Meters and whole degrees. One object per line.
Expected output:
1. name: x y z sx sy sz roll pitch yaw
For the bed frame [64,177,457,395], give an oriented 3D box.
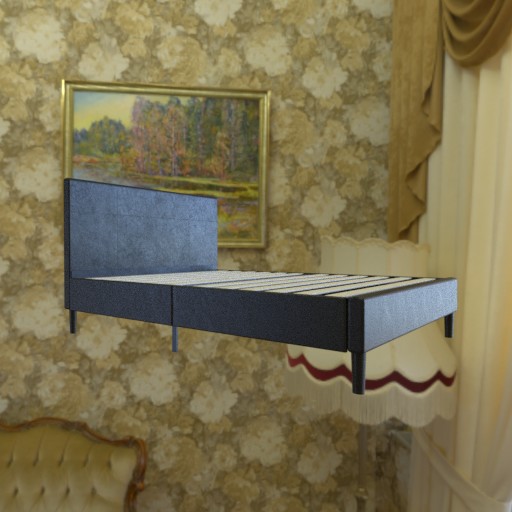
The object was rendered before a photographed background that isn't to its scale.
1. bed frame: 0.000 0.000 2.926 2.152 1.046 1.469 1 1 37
